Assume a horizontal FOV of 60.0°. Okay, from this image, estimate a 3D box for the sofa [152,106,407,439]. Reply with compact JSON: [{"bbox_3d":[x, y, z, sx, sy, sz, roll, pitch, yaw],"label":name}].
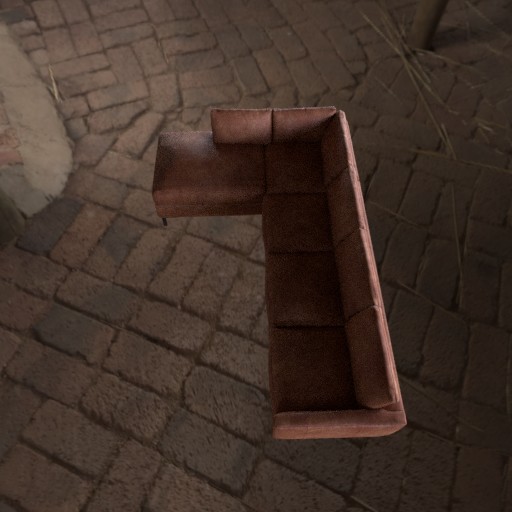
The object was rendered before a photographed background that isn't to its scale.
[{"bbox_3d":[0.000,0.000,3.892,1.938,0.877,2.984,-1,59,-1],"label":"sofa"}]
